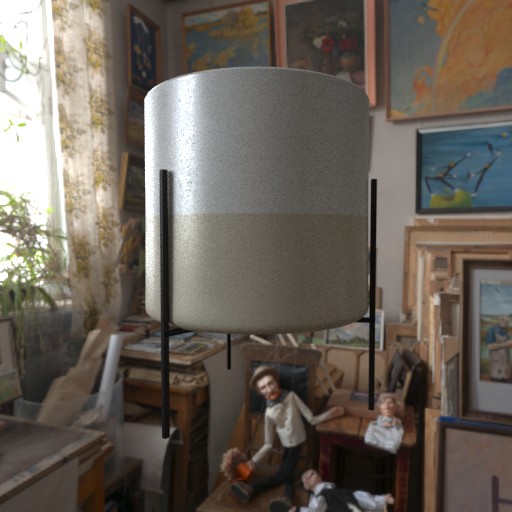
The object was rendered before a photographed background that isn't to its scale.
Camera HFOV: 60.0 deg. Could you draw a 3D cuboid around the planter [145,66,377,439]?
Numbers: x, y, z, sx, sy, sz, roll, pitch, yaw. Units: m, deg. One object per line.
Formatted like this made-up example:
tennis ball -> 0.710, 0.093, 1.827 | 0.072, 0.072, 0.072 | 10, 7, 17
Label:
planter -> 0.000, 0.000, 0.736 | 0.359, 0.484, 0.368 | -1, 3, -18
